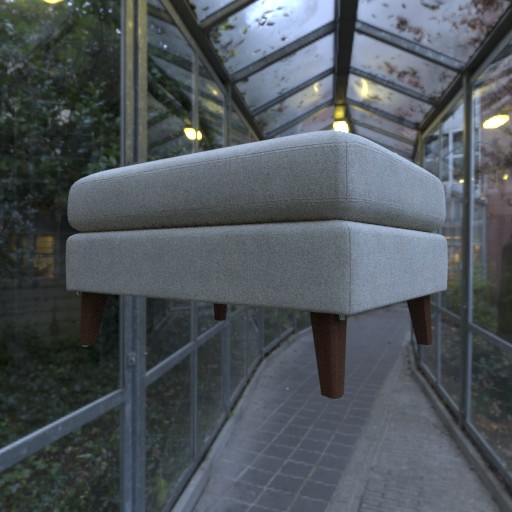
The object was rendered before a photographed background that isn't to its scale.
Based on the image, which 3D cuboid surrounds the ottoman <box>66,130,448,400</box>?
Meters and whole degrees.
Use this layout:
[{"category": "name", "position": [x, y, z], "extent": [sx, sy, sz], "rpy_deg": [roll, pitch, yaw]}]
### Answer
[{"category": "ottoman", "position": [0.000, 0.000, 1.169], "extent": [0.823, 0.478, 0.610], "rpy_deg": [0, 0, 37]}]
